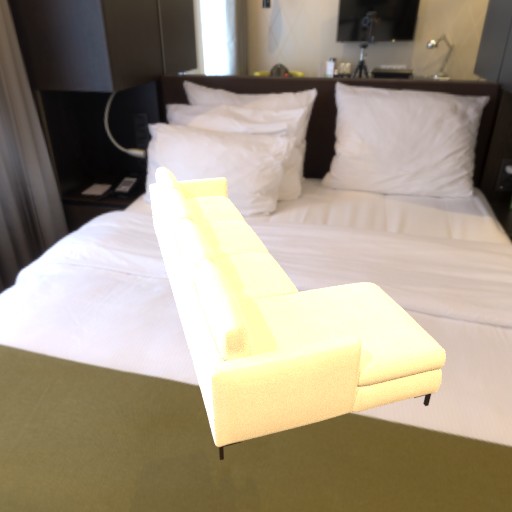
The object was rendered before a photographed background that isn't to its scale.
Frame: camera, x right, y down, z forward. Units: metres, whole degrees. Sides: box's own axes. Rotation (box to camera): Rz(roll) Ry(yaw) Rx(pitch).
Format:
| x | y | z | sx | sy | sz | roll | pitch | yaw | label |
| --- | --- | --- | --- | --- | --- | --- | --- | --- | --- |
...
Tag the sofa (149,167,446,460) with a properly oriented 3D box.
| x | y | z | sx | sy | sz | roll | pitch | yaw | label |
| --- | --- | --- | --- | --- | --- | --- | --- | --- | --- |
| 0.000 | 0.000 | 3.818 | 1.467 | 0.875 | 3.186 | -8 | 29 | -16 | sofa |
